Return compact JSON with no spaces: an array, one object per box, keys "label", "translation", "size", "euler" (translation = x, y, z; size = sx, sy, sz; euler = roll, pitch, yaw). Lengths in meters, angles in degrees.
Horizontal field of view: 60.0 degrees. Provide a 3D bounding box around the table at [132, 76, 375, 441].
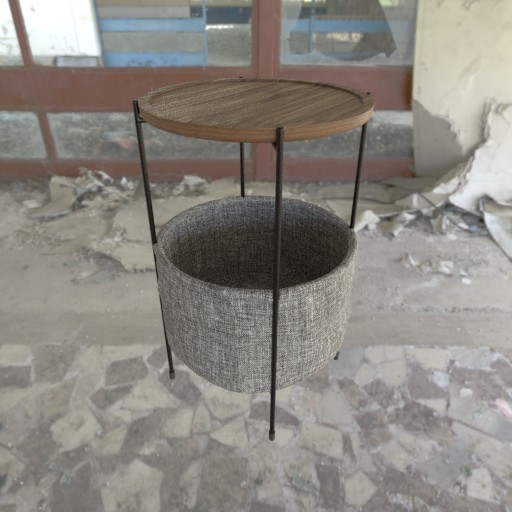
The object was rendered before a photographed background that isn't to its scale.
[{"label":"table","translation":[0.000,0.000,0.901],"size":[0.400,0.623,0.400],"euler":[20,36,30]}]
